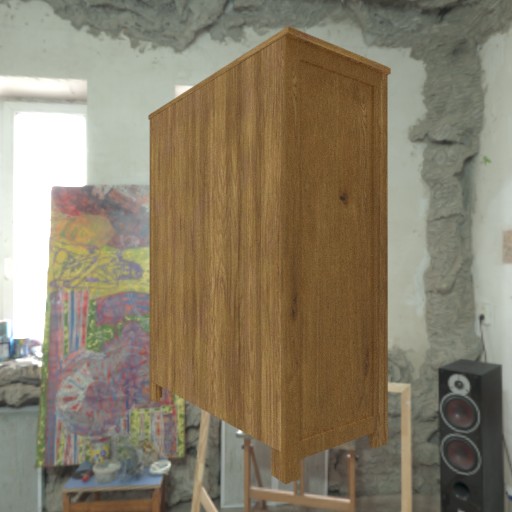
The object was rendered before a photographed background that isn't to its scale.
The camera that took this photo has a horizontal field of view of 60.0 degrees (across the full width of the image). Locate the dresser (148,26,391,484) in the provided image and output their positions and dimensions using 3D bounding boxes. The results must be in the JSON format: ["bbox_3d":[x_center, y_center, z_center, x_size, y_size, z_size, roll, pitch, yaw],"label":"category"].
[{"bbox_3d":[0.000,0.000,1.972,0.558,1.431,1.081,0,0,-37],"label":"dresser"}]
